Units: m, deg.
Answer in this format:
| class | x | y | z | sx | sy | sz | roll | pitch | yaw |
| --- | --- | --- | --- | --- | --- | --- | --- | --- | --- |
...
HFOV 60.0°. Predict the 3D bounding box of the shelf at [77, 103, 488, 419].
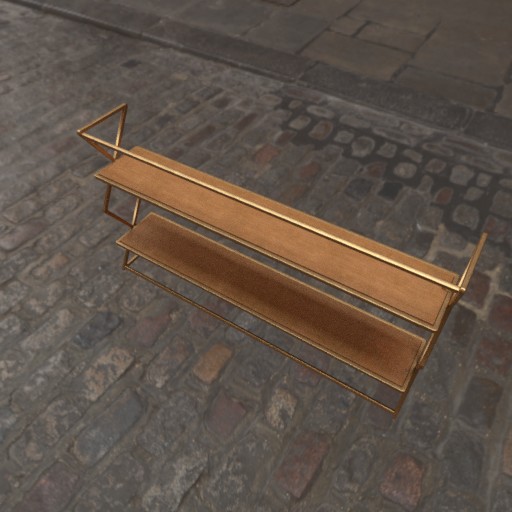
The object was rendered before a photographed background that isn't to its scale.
| class | x | y | z | sx | sy | sz | roll | pitch | yaw |
| --- | --- | --- | --- | --- | --- | --- | --- | --- | --- |
| shelf | 0.000 | 0.000 | 1.007 | 0.822 | 0.450 | 0.150 | 25 | 52 | 22 |
